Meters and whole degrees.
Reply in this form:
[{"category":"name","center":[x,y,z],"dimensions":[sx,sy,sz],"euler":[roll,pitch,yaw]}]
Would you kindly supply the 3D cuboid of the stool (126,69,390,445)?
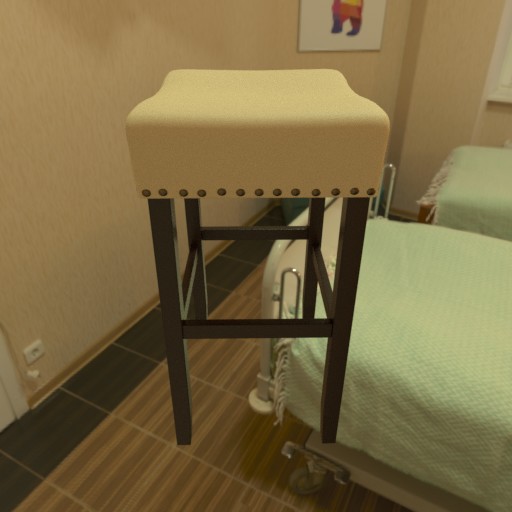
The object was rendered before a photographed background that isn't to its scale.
[{"category":"stool","center":[0.000,0.000,1.039],"dimensions":[0.401,0.762,0.471],"euler":[0,31,-1]}]
